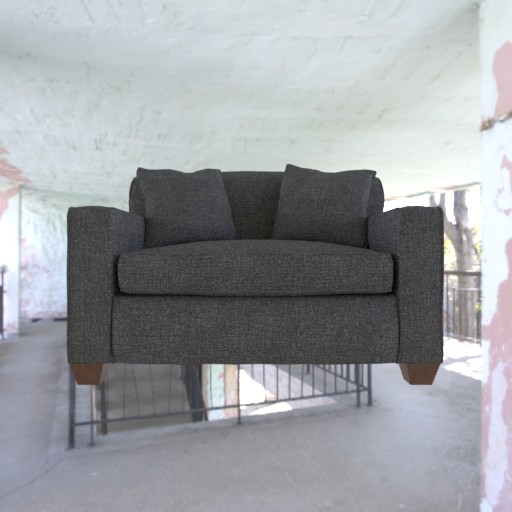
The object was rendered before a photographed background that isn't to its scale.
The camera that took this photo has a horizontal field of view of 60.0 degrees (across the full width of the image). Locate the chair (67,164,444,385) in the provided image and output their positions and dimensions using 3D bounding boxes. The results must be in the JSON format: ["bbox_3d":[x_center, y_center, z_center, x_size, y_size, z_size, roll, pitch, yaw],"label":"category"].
[{"bbox_3d":[0.000,0.000,2.053,1.383,0.948,1.000,0,0,0],"label":"chair"}]
